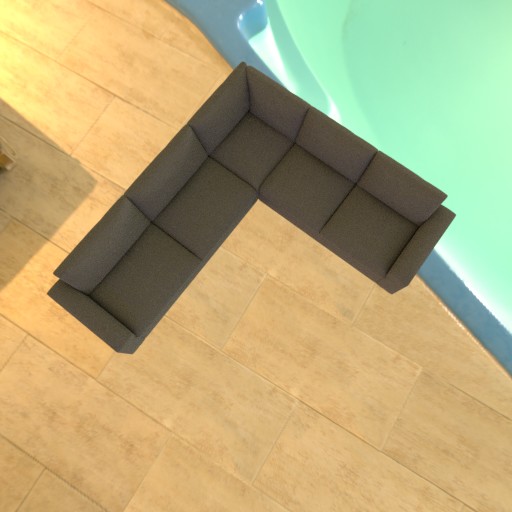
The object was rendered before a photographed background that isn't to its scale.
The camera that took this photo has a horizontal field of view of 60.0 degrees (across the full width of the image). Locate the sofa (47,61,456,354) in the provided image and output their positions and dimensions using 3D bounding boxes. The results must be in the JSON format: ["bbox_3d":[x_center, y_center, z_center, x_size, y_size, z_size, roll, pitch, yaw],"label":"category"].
[{"bbox_3d":[0.000,0.000,4.735,2.895,0.965,3.277,36,79,9],"label":"sofa"}]
